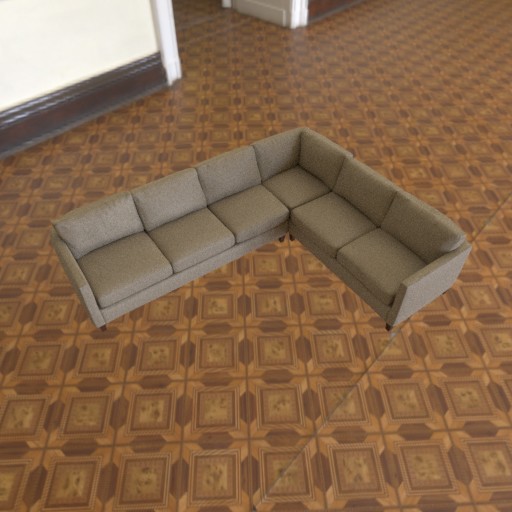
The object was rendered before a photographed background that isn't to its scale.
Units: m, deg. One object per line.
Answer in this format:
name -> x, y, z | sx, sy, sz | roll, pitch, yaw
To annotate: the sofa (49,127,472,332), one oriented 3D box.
sofa -> 0.000, 0.000, 4.462 | 3.302, 0.947, 2.593 | -27, 52, -23
